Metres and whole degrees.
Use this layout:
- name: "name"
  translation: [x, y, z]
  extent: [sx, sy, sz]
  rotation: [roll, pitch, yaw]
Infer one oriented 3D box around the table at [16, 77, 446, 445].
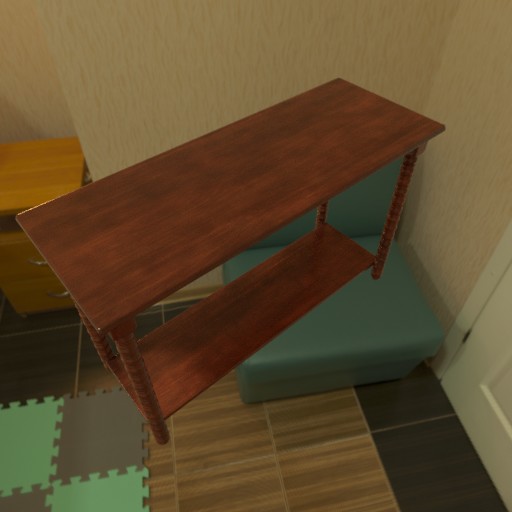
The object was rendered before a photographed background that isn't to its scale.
- name: "table"
  translation: [0.000, 0.000, 1.501]
  extent: [1.184, 0.740, 0.459]
  rotation: [-32, 54, -27]
